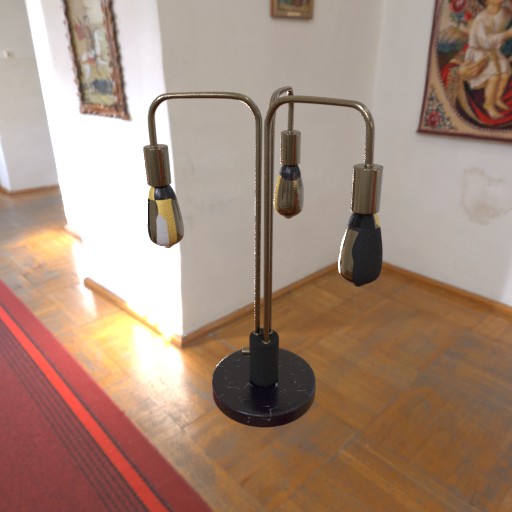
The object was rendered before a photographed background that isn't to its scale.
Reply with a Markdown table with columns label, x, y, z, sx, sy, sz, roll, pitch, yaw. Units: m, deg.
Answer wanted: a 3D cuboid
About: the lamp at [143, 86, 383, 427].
| label | x | y | z | sx | sy | sz | roll | pitch | yaw |
| --- | --- | --- | --- | --- | --- | --- | --- | --- | --- |
| lamp | 0.000 | 0.000 | 0.799 | 0.368 | 0.560 | 0.355 | 1 | 25 | 2 |
